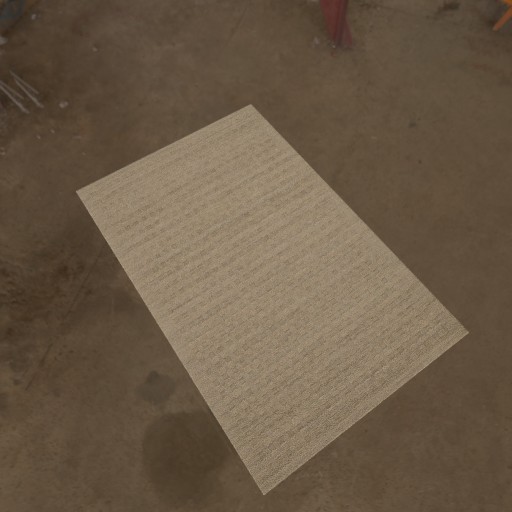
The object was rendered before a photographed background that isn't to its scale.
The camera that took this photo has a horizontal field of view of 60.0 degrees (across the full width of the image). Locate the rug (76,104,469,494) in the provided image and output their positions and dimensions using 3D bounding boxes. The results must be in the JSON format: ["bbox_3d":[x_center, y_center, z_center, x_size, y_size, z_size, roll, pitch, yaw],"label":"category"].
[{"bbox_3d":[0.000,0.000,2.203,1.142,0.006,1.752,-31,66,-16],"label":"rug"}]
